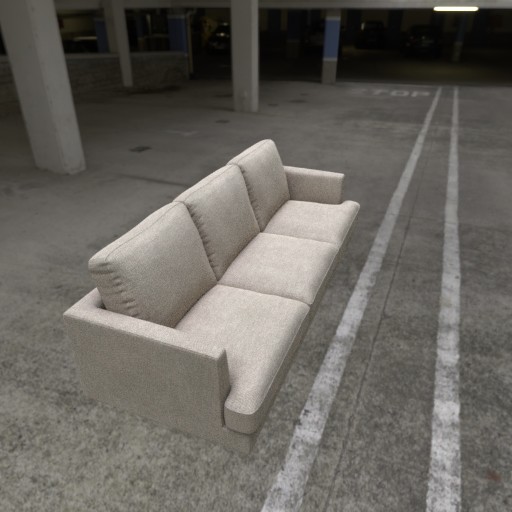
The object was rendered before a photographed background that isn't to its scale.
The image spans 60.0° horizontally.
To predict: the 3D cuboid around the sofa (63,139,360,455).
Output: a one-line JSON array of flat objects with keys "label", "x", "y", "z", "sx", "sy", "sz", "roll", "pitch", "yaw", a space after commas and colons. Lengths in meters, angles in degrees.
[{"label": "sofa", "x": 0.000, "y": 0.000, "z": 2.739, "sx": 0.903, "sy": 0.930, "sz": 2.246, "roll": 11, "pitch": 32, "yaw": 19}]
